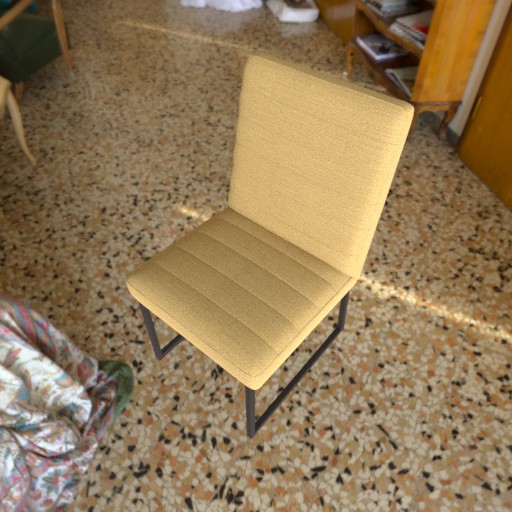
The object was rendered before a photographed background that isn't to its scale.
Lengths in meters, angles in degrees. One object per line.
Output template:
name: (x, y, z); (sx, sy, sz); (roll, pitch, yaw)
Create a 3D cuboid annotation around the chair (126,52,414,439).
chair: (0.000, 0.000, 1.354); (0.520, 0.930, 0.634); (31, 54, 26)
